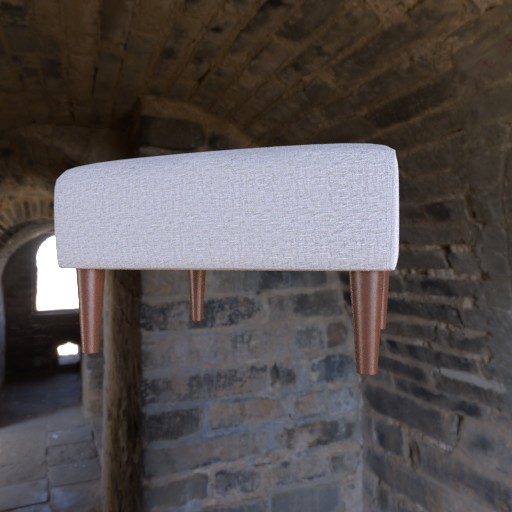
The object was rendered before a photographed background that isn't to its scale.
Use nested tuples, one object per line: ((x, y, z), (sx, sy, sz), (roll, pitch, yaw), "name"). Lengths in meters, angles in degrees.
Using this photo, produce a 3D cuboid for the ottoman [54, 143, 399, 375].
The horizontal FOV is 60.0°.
((0.000, 0.000, 1.068), (0.655, 0.399, 0.648), (0, -1, 18), "ottoman")
